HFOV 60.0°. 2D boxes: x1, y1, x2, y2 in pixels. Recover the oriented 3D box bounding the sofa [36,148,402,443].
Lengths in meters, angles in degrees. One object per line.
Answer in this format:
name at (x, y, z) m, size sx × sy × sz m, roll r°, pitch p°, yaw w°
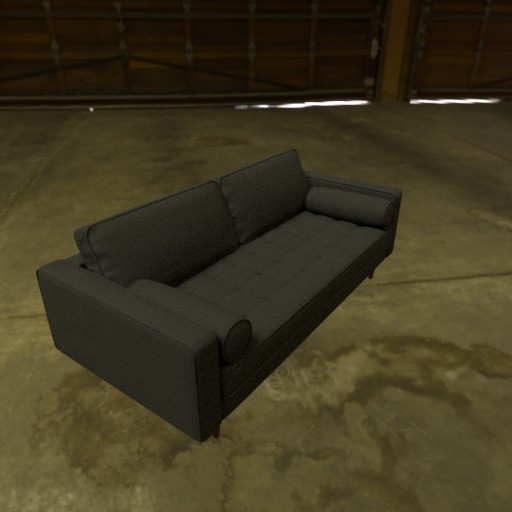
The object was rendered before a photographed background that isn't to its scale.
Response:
sofa at (0.000, 0.000, 2.342) m, size 0.914 × 0.759 × 1.875 m, roll 18°, pitch 33°, yaw 31°
